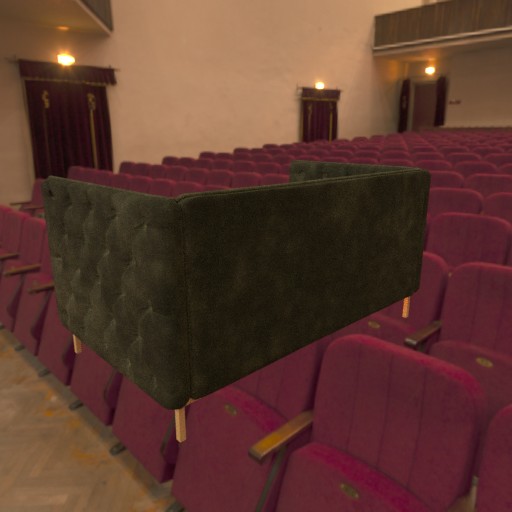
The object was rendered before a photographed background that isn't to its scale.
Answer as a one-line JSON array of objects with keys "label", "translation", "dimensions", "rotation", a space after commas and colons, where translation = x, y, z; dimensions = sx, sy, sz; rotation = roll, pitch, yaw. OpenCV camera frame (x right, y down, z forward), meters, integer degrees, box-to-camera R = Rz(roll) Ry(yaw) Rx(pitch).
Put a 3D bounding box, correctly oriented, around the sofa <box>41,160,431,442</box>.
[{"label": "sofa", "translation": [0.000, 0.000, 2.023], "dimensions": [1.537, 0.768, 0.895], "rotation": [-14, 21, -41]}]
